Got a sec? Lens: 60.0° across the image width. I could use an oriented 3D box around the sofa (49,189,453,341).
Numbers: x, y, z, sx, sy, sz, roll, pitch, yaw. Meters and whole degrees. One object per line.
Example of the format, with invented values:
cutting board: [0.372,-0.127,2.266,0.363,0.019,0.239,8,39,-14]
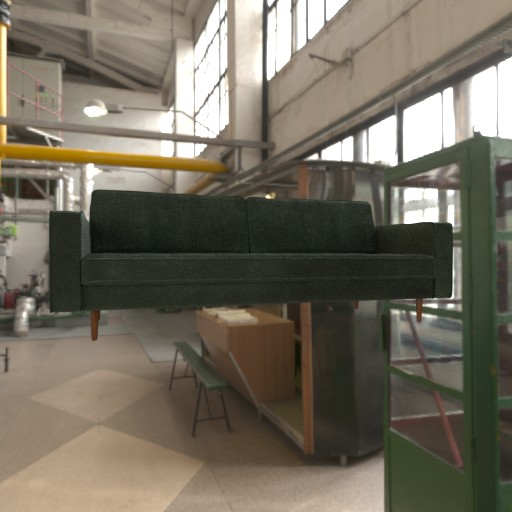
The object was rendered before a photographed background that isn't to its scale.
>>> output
sofa: [0.000,0.000,2.661,2.214,0.781,0.886,0,0,-19]
